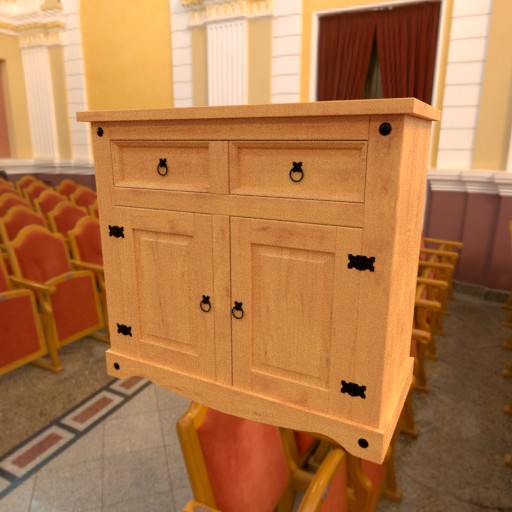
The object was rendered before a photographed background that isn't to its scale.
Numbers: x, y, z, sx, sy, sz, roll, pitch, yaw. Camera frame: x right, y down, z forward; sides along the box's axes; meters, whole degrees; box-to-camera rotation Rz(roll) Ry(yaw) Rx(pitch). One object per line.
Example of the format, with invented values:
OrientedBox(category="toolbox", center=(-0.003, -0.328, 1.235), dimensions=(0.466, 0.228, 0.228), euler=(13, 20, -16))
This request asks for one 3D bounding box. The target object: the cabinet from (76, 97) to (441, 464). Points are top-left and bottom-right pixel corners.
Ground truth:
OrientedBox(category="cabinet", center=(0.000, 0.000, 1.349), dimensions=(0.920, 0.840, 0.450), euler=(8, 17, 27))
